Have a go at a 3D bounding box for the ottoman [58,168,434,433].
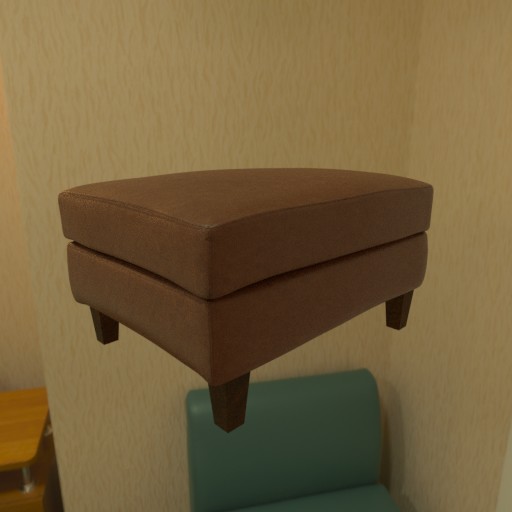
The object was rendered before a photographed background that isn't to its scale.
[{"bbox_3d":[0.000,0.000,1.251,0.851,0.485,0.650,-15,21,-42],"label":"ottoman"}]
